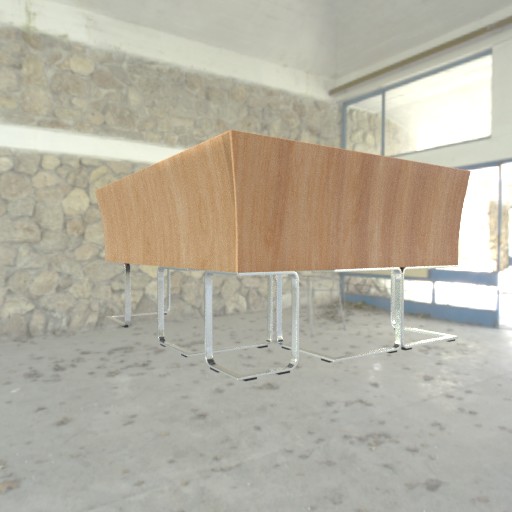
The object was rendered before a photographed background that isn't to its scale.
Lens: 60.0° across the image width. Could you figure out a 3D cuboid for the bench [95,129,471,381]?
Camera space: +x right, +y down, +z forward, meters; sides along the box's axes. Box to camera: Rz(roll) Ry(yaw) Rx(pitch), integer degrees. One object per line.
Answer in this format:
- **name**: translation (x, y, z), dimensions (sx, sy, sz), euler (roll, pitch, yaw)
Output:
- **bench**: translation (0.000, 0.000, 2.796), dimensions (1.495, 0.930, 1.945), euler (-1, 1, -33)
